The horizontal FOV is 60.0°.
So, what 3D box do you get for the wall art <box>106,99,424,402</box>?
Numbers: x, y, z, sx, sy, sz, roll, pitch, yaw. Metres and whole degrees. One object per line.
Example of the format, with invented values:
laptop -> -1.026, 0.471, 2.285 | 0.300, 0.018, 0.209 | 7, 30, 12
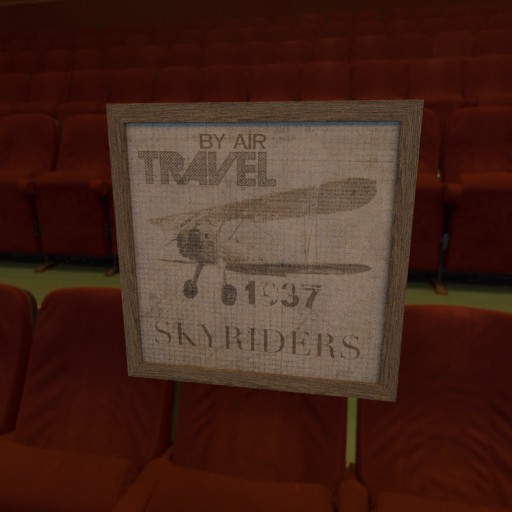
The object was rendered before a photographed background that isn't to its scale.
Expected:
wall art -> 0.000, 0.000, 0.774 | 0.508, 0.508, 0.019 | 3, 15, 10
